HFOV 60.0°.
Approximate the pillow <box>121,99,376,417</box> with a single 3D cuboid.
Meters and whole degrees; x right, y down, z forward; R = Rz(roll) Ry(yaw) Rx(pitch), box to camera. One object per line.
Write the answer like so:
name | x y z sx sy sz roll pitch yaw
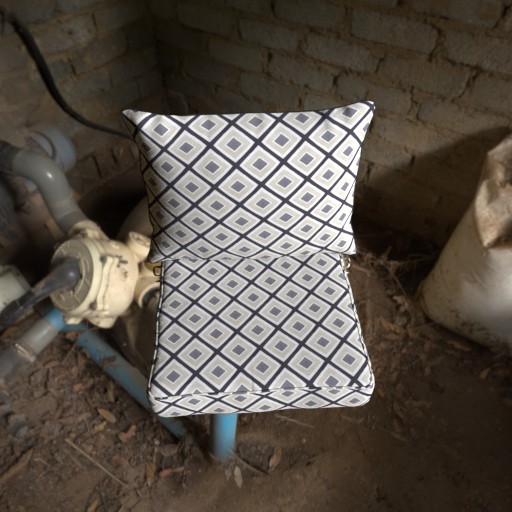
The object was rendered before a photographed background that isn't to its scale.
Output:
pillow | 0.000 0.000 1.384 0.798 0.722 0.733 -2 47 -2
